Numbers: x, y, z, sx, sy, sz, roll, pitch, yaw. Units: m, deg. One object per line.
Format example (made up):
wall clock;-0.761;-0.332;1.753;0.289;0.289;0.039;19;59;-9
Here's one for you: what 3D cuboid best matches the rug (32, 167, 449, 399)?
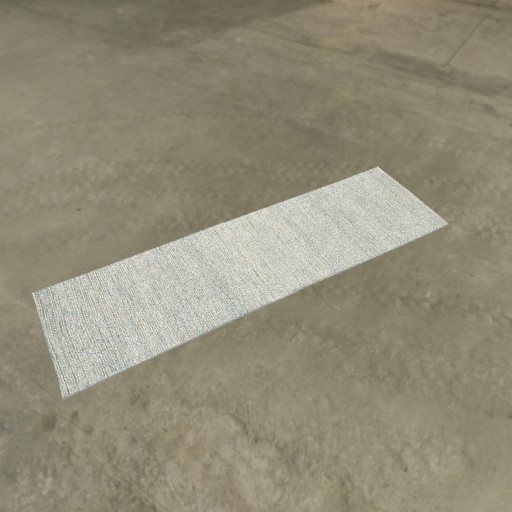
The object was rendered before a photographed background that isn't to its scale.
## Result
rug;0.000;0.000;2.529;2.341;0.037;0.675;-22;51;-19
